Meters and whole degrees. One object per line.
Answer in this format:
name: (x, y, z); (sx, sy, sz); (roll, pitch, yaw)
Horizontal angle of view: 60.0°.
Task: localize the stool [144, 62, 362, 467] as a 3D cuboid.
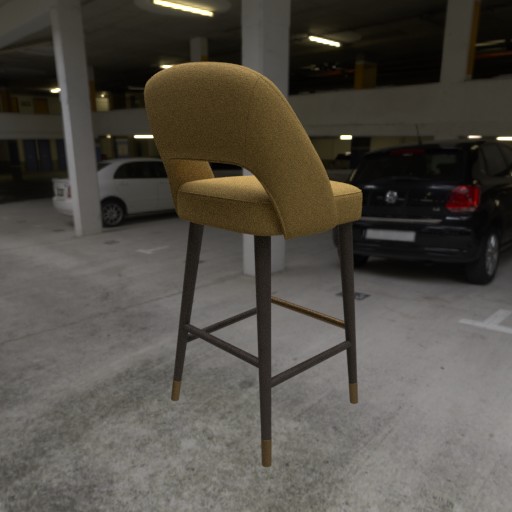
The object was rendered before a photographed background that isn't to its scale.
stool: (0.000, 0.000, 1.342); (0.522, 1.032, 0.536); (-15, 21, -43)
